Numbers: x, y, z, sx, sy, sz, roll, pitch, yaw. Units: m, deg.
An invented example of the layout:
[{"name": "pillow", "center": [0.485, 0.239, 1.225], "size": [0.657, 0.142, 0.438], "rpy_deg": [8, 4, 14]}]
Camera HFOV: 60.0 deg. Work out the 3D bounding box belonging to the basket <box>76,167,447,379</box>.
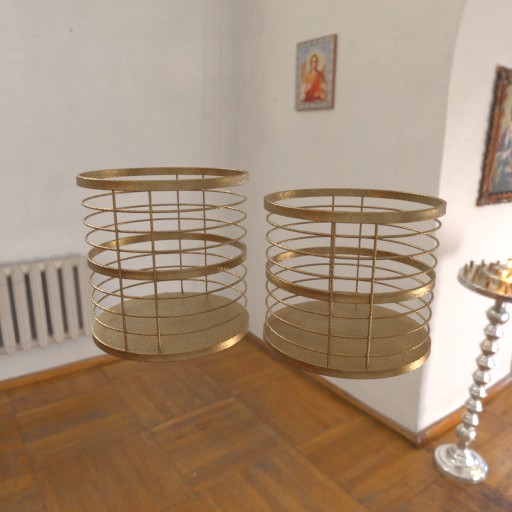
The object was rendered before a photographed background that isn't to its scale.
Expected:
[{"name": "basket", "center": [0.000, 0.000, 0.957], "size": [0.746, 0.351, 0.356], "rpy_deg": [2, 15, 9]}]
